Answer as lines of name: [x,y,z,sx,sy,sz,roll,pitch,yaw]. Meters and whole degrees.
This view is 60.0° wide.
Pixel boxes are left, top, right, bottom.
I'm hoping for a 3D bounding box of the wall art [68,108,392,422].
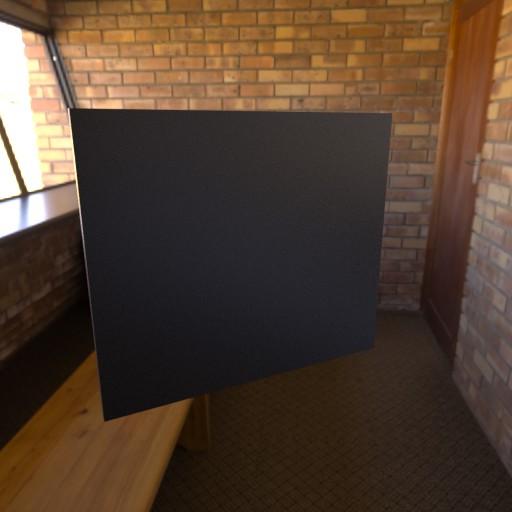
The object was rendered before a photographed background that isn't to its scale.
wall art: [0.000,0.000,0.533,0.383,0.332,0.012,-8,18,-25]
